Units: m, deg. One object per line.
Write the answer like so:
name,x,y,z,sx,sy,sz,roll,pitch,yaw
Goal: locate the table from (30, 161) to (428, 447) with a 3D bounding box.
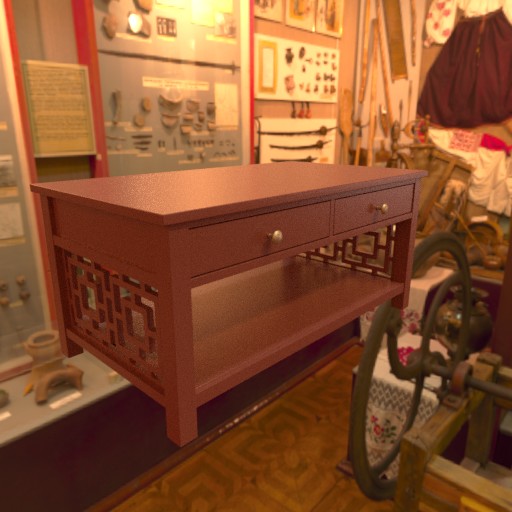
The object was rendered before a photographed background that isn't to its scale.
table,0.000,0.000,1.391,0.612,0.493,1.068,15,22,42
